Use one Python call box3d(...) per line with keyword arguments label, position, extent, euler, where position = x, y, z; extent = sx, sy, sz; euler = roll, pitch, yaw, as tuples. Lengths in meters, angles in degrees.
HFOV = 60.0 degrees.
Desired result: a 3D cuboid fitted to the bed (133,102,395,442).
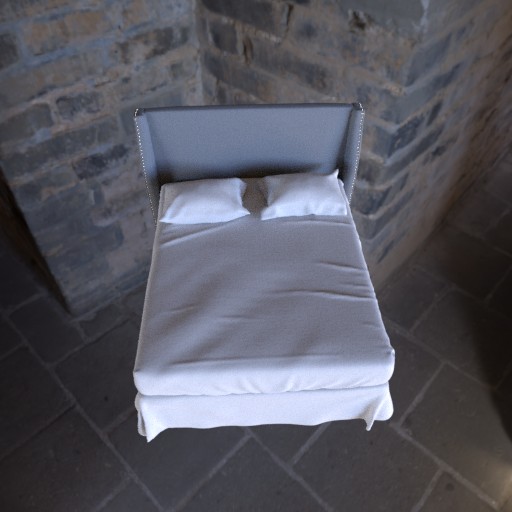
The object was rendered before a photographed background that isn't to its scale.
box3d(label="bed", position=(0.000, 0.000, 3.416), extent=(1.925, 1.332, 2.276), euler=(-2, 47, -2))
